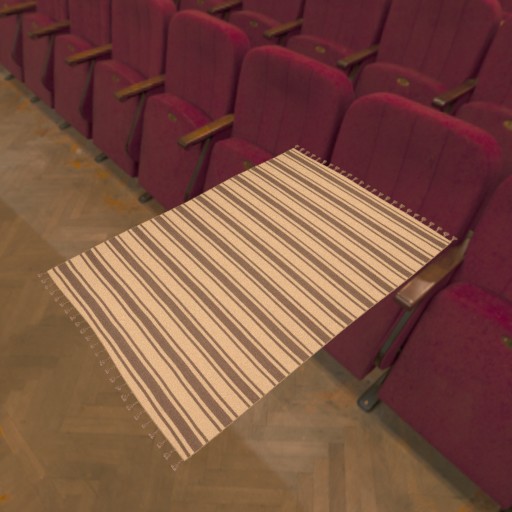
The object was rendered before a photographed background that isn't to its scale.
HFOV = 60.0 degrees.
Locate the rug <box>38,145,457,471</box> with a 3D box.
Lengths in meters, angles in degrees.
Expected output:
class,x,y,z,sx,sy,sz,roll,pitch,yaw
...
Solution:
class,x,y,z,sx,sy,sz,roll,pitch,yaw
rug,0.000,0.000,3.804,3.040,0.017,2.030,-32,54,-27
